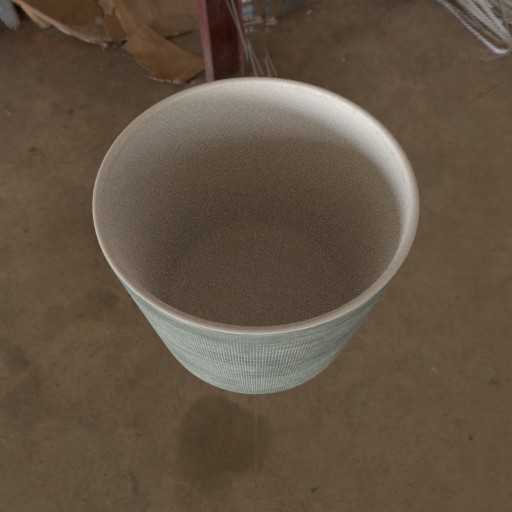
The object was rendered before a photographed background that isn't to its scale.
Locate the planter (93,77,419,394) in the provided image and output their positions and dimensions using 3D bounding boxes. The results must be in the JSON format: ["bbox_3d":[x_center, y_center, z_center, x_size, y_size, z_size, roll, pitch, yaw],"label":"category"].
[{"bbox_3d":[0.000,0.000,0.775,0.440,0.398,0.440,0,59,0],"label":"planter"}]
